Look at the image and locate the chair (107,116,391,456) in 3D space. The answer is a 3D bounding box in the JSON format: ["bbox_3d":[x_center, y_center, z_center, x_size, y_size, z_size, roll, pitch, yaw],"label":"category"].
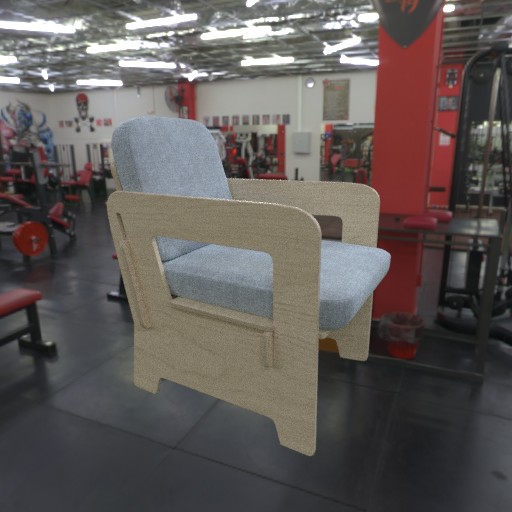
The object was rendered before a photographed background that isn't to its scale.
[{"bbox_3d":[0.000,0.000,1.321,0.710,0.800,0.590,7,16,26],"label":"chair"}]
